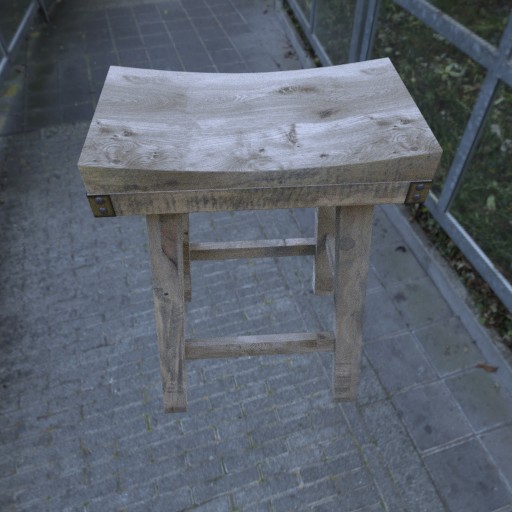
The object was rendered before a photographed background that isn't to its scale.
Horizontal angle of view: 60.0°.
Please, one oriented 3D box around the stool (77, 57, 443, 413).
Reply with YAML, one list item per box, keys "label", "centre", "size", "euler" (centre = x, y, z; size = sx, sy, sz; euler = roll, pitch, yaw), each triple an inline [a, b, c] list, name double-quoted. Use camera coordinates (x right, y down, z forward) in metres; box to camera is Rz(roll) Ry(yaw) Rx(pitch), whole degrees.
- label: "stool"
  centre: [0.000, 0.000, 0.850]
  size: [0.450, 0.635, 0.330]
  euler: [-3, 48, -2]
